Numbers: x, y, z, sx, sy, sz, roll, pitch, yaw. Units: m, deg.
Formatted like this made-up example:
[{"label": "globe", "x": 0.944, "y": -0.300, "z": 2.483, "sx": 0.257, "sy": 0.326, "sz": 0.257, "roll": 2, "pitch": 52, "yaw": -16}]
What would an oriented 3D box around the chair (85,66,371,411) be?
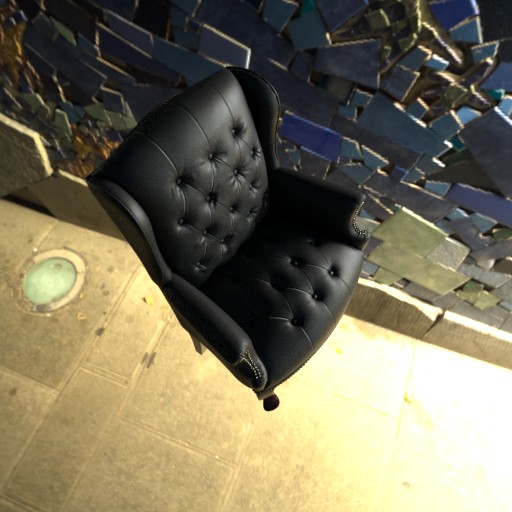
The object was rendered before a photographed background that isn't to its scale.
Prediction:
[{"label": "chair", "x": 0.000, "y": 0.000, "z": 1.704, "sx": 0.762, "sy": 1.111, "sz": 0.838, "roll": 32, "pitch": 63, "yaw": 19}]
